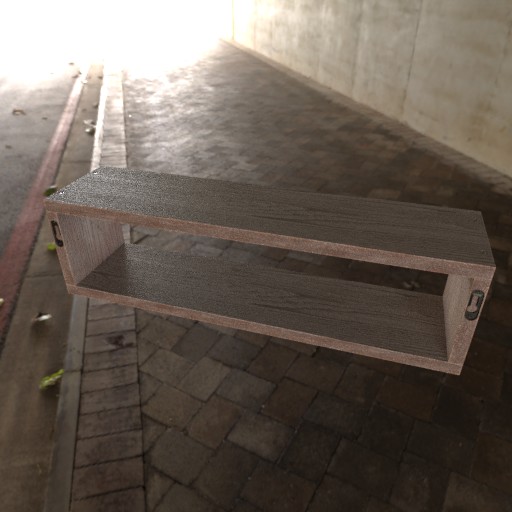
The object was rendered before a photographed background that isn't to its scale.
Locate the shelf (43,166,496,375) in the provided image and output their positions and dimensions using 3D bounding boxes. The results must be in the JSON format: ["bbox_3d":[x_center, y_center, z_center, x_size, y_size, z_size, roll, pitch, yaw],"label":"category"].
[{"bbox_3d":[0.000,0.000,0.679,0.610,0.170,0.150,9,33,15],"label":"shelf"}]
